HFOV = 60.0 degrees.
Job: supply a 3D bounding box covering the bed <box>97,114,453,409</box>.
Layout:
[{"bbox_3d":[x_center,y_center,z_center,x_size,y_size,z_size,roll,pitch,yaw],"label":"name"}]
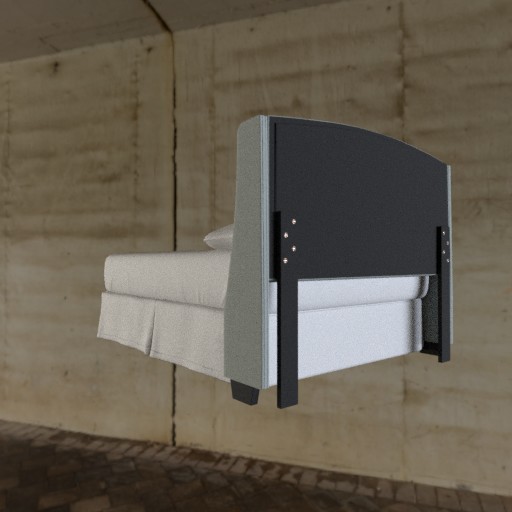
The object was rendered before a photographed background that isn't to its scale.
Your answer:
[{"bbox_3d":[0.000,0.000,3.354,1.710,1.407,2.237,0,-1,-39],"label":"bed"}]
